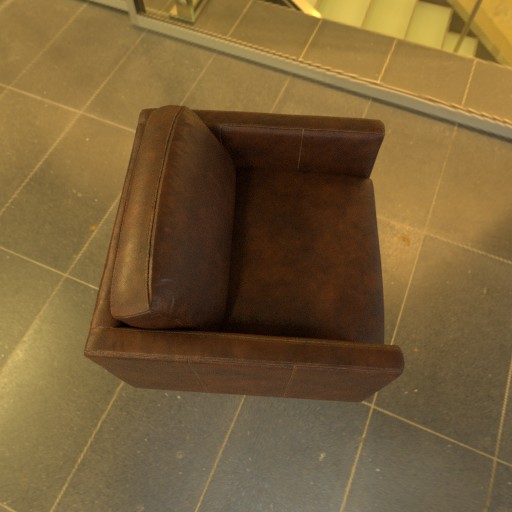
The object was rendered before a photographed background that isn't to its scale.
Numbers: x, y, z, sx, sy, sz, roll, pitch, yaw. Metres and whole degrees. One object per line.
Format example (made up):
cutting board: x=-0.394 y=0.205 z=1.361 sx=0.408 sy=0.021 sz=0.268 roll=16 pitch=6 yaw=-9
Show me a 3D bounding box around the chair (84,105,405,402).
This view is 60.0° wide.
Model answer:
chair: x=0.000 y=0.000 z=1.754 sx=0.975 sy=0.864 sz=0.990 roll=3 pitch=64 yaw=2
